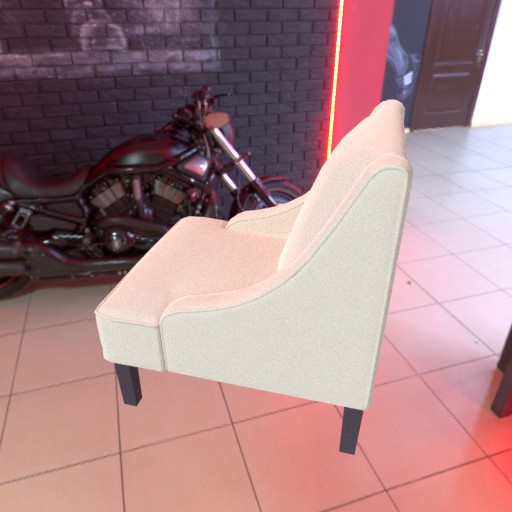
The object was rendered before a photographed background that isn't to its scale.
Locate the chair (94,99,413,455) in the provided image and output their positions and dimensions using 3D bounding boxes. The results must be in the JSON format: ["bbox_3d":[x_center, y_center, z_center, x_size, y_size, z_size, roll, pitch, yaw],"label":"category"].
[{"bbox_3d":[0.000,0.000,1.429,0.806,0.886,0.689,8,31,13],"label":"chair"}]
